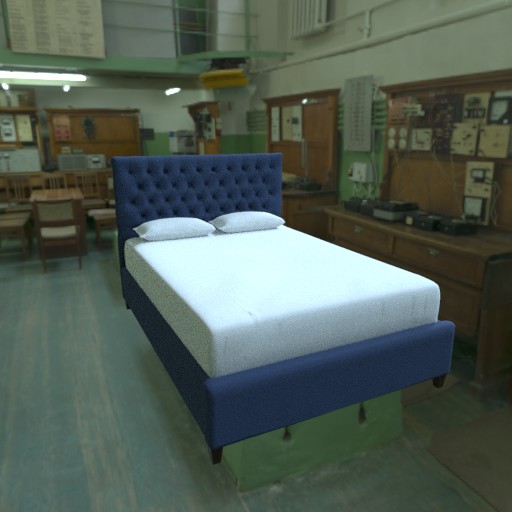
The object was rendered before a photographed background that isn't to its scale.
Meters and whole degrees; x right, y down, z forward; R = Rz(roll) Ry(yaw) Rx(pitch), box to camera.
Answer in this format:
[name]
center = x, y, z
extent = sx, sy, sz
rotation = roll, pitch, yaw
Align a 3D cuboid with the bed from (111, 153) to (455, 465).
[bed]
center = 0.000, 0.000, 3.416
extent = 1.706, 1.427, 2.387
rotation = -8, 17, -25
